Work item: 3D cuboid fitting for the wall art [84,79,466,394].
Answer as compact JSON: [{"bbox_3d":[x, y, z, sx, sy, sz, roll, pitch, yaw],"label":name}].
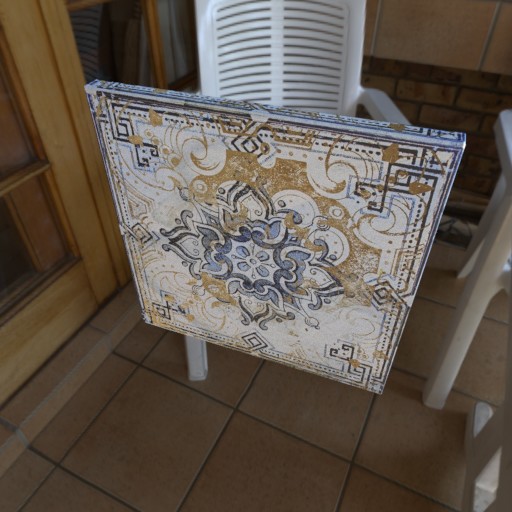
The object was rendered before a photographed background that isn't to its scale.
[{"bbox_3d":[0.000,0.000,0.881,0.609,0.607,0.036,14,43,15],"label":"wall art"}]
